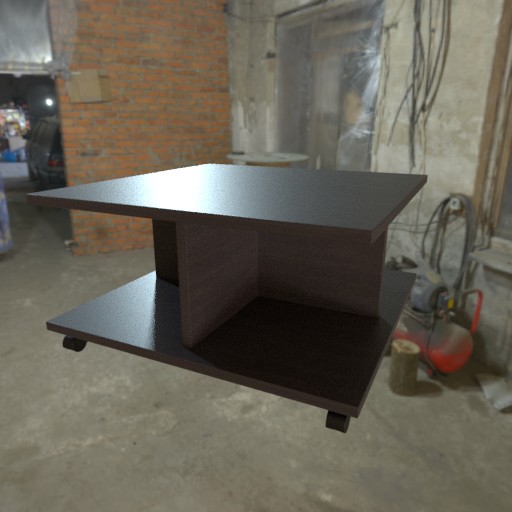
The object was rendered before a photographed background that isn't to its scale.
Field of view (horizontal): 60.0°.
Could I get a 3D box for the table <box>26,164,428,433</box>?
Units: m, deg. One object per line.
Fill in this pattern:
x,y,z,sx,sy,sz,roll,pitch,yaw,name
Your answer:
0.000,0.000,1.206,0.762,0.396,0.762,8,19,25,table
